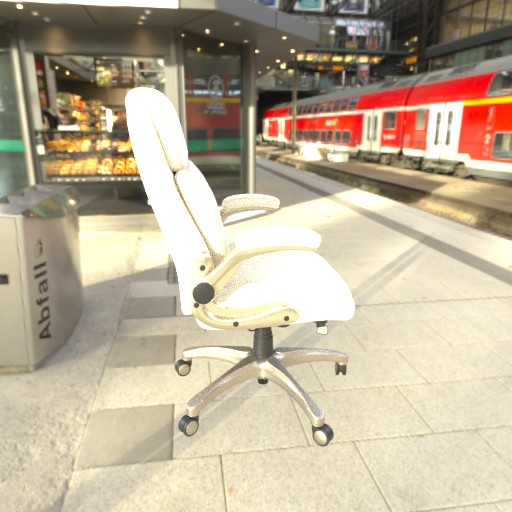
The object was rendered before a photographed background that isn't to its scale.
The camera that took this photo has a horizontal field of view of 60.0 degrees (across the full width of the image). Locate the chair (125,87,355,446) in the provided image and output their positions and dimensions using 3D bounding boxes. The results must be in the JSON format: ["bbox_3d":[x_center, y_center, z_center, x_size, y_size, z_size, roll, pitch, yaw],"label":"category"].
[{"bbox_3d":[0.000,0.000,1.594,0.794,1.110,0.740,-3,17,-10],"label":"chair"}]
